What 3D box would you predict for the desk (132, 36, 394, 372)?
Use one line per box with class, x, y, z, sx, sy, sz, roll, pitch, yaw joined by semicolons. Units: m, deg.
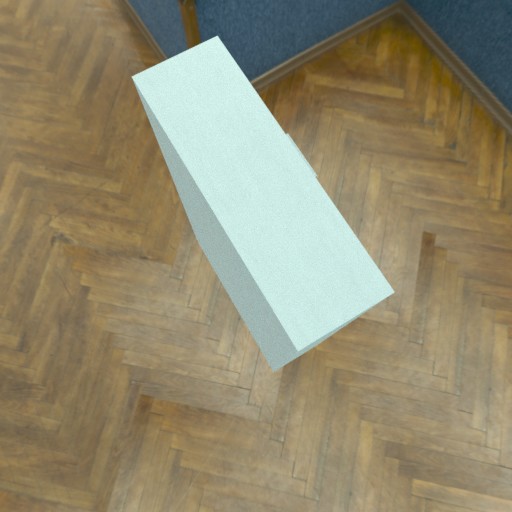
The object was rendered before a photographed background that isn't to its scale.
desk;0.000;0.000;1.602;0.250;1.280;0.750;-30;76;-8
